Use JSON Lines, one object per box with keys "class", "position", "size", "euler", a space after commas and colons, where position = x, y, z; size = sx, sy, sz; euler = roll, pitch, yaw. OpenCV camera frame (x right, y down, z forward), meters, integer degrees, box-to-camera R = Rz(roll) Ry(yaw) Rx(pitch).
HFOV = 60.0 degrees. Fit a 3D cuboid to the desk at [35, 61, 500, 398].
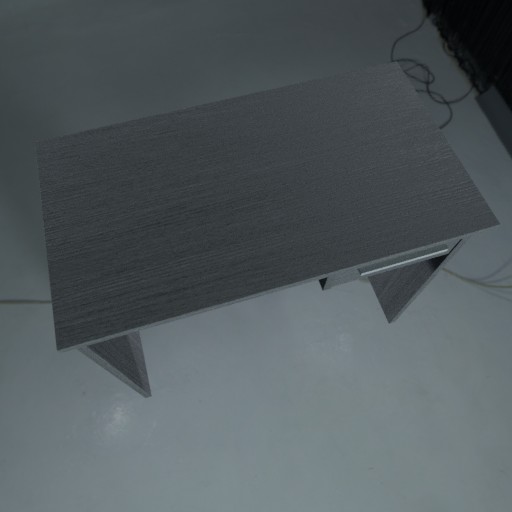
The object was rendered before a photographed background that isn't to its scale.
{"class": "desk", "position": [0.000, 0.000, 1.277], "size": [0.893, 0.724, 0.498], "euler": [-15, 65, -7]}
